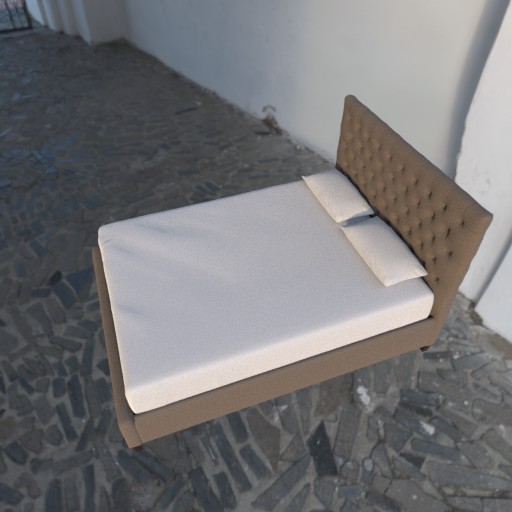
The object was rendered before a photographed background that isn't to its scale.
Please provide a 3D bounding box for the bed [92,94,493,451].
[{"bbox_3d":[0.000,0.000,3.322,2.387,1.427,1.698,-15,47,-14],"label":"bed"}]
